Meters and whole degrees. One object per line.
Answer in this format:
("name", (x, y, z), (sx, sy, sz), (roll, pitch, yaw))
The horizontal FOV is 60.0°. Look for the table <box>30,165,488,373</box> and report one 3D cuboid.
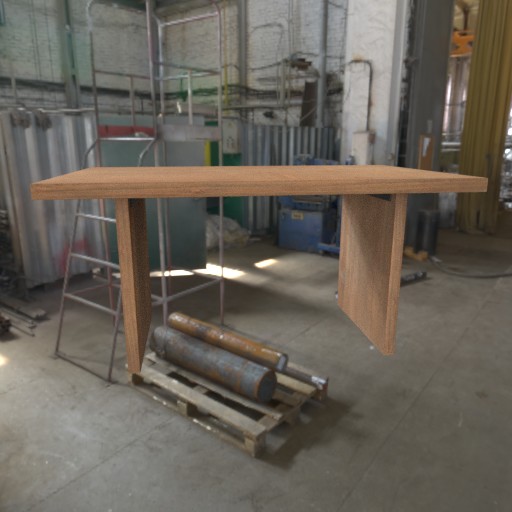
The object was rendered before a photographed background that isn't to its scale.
("table", (0.000, 0.000, 2.085), (1.609, 0.780, 0.946), (-2, 15, -8))
